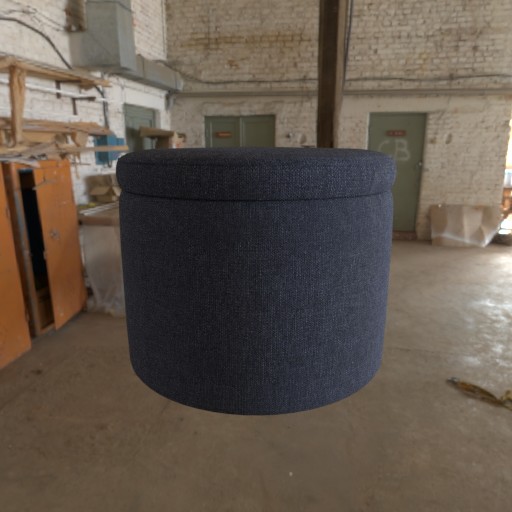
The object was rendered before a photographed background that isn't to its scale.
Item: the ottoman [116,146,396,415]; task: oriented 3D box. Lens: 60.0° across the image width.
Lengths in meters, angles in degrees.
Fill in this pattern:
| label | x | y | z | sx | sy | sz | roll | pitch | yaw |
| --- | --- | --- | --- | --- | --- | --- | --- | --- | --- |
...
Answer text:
| label | x | y | z | sx | sy | sz | roll | pitch | yaw |
| --- | --- | --- | --- | --- | --- | --- | --- | --- | --- |
| ottoman | 0.000 | 0.000 | 0.896 | 0.520 | 0.430 | 0.520 | 0 | 14 | 0 |
